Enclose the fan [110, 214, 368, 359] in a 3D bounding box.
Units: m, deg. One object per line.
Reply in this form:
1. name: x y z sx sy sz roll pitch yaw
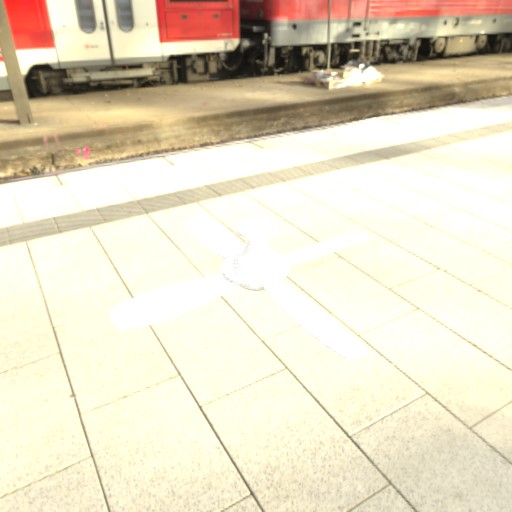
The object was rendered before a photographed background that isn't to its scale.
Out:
1. fan: 0.000 0.000 2.538 1.694 0.382 1.693 -18 35 -28
